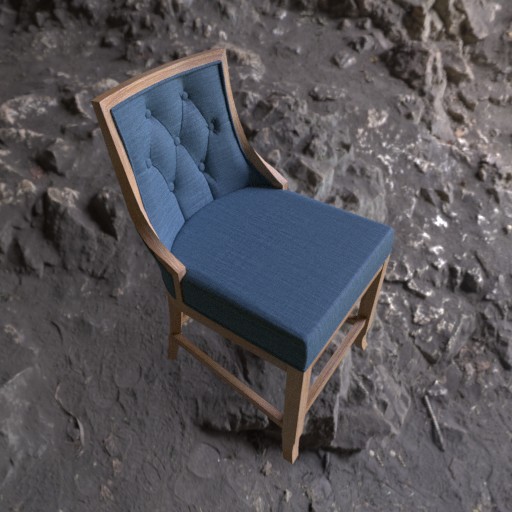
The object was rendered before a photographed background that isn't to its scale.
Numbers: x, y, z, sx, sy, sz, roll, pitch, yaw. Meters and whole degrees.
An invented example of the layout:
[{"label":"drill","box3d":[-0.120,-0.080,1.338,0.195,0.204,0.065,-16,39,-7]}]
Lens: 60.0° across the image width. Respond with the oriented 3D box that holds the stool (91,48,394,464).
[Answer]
[{"label":"stool","box3d":[0.000,0.000,1.278,0.626,0.938,0.524,25,48,25]}]
